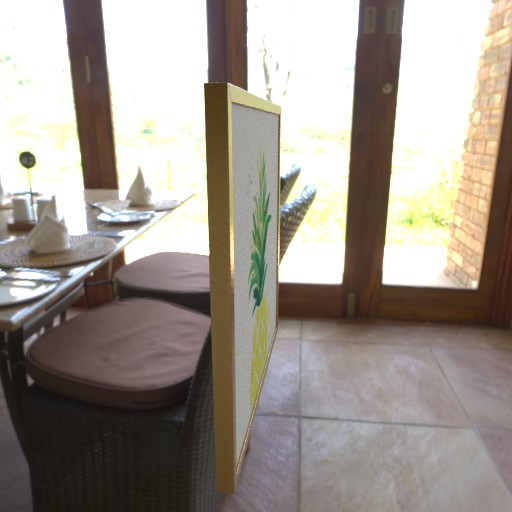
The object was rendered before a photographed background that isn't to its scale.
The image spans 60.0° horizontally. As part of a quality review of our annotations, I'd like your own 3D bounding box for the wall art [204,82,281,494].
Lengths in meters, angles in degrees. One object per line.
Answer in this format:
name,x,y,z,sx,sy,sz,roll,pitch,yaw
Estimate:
wall art,0.000,0.000,1.135,0.037,0.760,0.762,3,16,9
